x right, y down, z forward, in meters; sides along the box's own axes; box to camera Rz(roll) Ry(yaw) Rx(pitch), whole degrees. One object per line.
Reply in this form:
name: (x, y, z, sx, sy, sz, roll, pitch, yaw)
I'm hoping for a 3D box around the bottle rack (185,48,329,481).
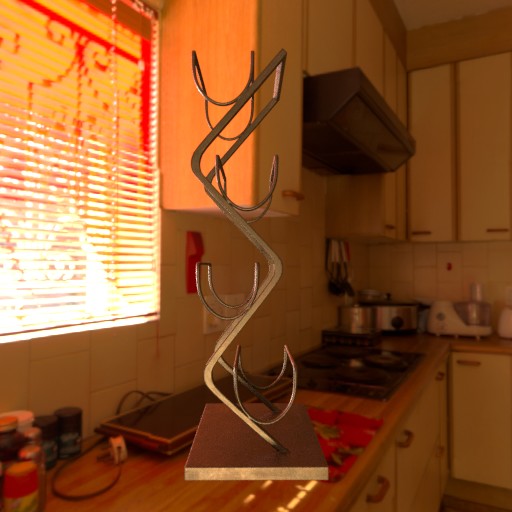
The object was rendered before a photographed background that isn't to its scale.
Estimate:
bottle rack: (0.000, 0.000, 0.679, 0.178, 0.559, 0.254, 0, -1, 0)
